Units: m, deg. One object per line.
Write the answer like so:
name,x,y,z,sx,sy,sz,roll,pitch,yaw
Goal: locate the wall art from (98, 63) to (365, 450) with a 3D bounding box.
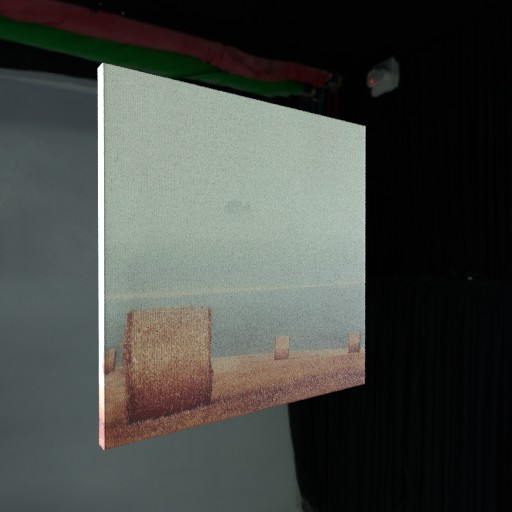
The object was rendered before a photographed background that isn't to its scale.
wall art,0.000,0.000,1.104,0.760,0.760,0.042,0,1,-35
